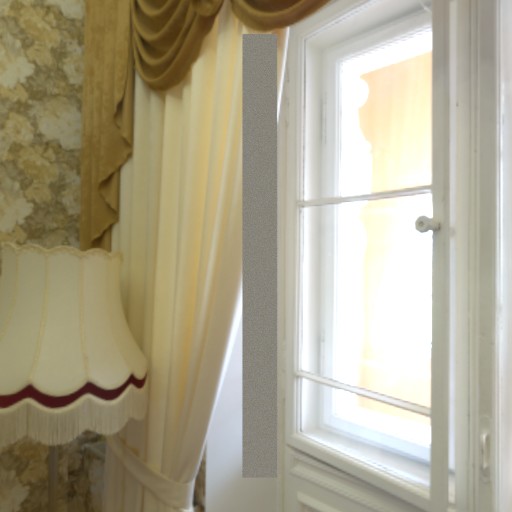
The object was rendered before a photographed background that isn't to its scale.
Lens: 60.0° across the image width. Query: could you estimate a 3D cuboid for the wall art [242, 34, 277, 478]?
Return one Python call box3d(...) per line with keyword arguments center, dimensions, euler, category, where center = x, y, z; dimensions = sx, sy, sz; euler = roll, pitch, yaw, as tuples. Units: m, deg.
box3d(center=(0.000, 0.000, 0.456), dimensions=(0.024, 0.304, 0.304), euler=(0, 0, -1), category="wall art")
